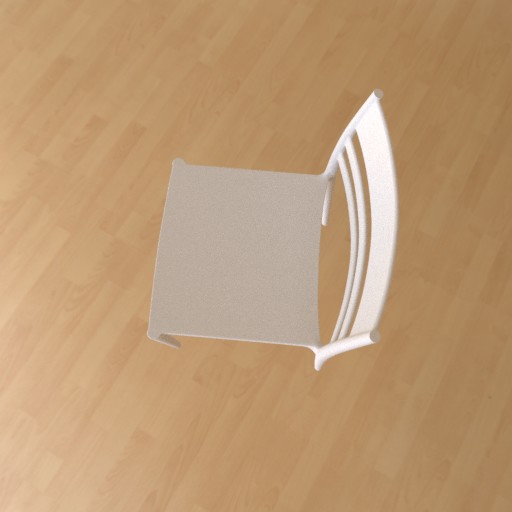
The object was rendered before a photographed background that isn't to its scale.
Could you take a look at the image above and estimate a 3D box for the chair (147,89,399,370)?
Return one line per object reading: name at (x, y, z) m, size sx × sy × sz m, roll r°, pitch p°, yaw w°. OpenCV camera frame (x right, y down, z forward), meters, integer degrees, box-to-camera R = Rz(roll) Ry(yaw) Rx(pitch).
chair at (0.000, 0.000, 1.157) m, size 0.511 × 0.800 × 0.531 m, roll 5°, pitch 75°, yaw 1°
